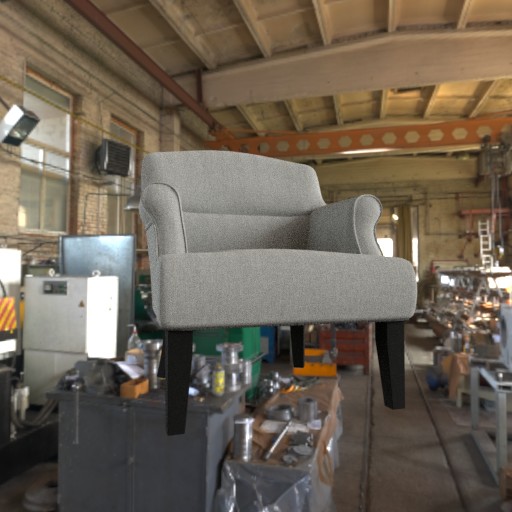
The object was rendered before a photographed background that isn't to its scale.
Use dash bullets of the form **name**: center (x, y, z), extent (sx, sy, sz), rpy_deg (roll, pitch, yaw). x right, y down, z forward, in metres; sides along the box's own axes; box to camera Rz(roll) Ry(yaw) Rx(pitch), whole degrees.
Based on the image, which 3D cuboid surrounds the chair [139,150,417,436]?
- **chair**: center (0.000, 0.000, 1.487), extent (0.772, 0.880, 0.755), rpy_deg (1, -2, -18)
